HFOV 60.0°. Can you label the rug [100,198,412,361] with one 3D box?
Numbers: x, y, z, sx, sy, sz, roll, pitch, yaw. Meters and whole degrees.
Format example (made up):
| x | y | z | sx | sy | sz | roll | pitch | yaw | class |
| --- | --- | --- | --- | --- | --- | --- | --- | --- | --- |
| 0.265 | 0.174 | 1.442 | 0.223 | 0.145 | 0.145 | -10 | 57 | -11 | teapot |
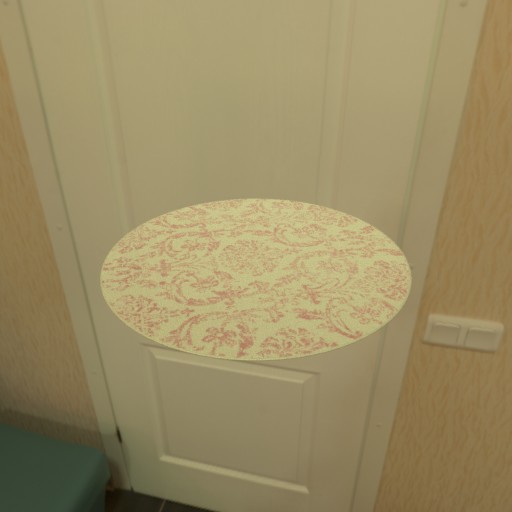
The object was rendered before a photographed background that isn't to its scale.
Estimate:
| x | y | z | sx | sy | sz | roll | pitch | yaw | class |
| --- | --- | --- | --- | --- | --- | --- | --- | --- | --- |
| 0.000 | 0.000 | 2.369 | 1.593 | 0.012 | 1.593 | 0 | 30 | 0 | rug |
